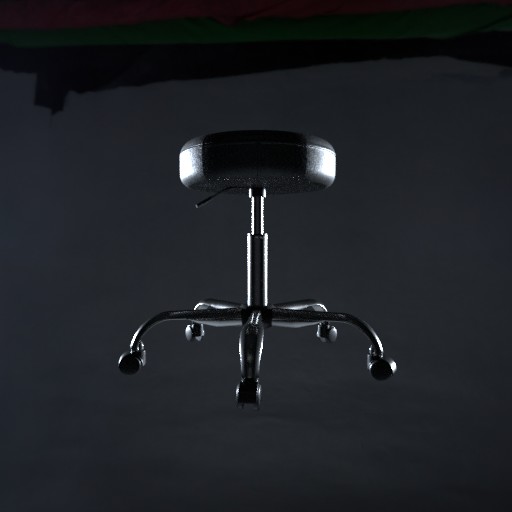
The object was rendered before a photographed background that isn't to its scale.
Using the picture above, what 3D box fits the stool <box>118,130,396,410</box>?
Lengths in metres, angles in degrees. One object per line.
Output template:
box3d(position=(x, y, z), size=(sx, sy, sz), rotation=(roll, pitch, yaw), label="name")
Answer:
box3d(position=(0.000, 0.000, 1.142), size=(0.673, 0.576, 0.638), rotation=(0, 2, 3), label="stool")
